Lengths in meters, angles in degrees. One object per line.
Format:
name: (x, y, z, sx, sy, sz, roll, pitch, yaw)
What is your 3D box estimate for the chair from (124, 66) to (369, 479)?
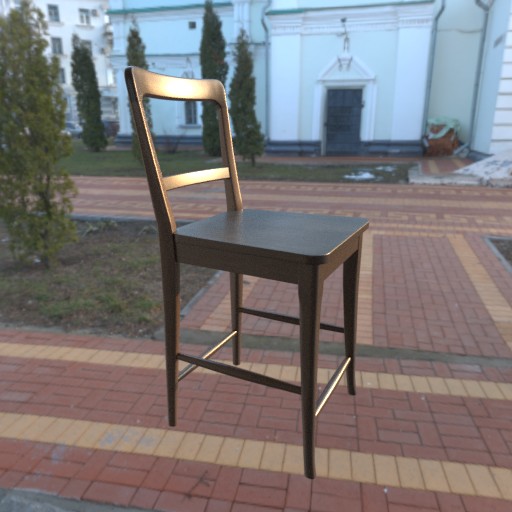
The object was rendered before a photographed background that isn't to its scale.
chair: (0.000, 0.000, 1.267, 0.546, 0.991, 0.450, 8, 18, 26)
